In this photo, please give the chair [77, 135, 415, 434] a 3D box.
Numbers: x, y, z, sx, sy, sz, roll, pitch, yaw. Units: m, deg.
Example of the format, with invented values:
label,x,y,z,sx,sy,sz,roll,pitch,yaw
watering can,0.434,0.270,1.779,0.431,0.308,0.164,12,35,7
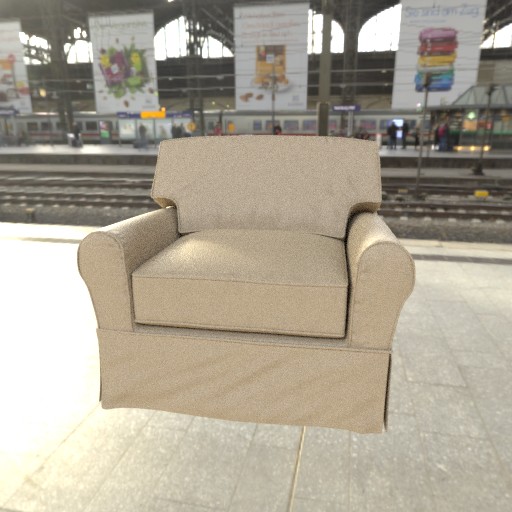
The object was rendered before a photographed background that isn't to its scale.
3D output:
label,x,y,z,sx,sy,sz,roll,pitch,yaw
chair,0.000,0.000,1.792,1.096,0.937,0.903,3,16,9
